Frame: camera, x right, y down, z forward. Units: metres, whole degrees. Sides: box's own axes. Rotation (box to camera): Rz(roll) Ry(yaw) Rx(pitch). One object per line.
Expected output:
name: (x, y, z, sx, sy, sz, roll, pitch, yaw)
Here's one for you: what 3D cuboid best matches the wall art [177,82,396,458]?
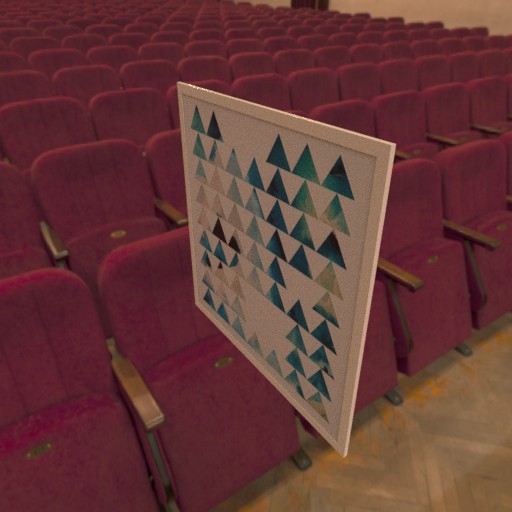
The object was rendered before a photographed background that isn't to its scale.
wall art: (0.000, 0.000, 1.229, 0.012, 0.809, 0.809, -19, 35, -30)
